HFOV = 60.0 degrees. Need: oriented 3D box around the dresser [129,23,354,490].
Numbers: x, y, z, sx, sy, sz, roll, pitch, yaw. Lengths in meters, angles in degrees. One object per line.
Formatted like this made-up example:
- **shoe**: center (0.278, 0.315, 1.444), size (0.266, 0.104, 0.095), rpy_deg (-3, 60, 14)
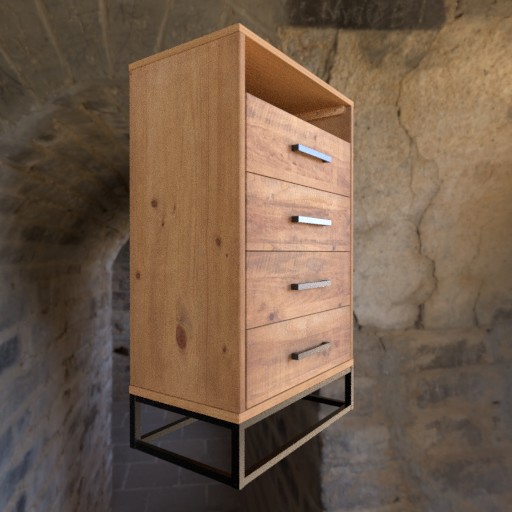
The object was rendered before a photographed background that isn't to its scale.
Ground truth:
- **dresser**: center (0.000, 0.000, 1.605), size (0.479, 1.240, 0.761), rpy_deg (0, 1, 35)
